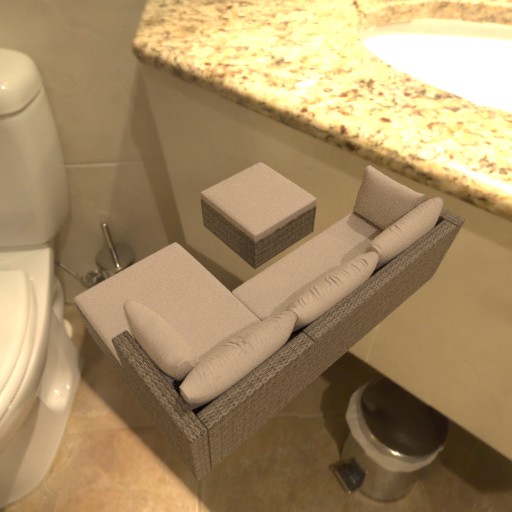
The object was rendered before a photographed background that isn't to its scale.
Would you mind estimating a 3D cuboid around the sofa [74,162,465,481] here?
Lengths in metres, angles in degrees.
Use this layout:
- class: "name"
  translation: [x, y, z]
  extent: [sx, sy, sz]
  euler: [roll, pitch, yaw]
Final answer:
- class: "sofa"
  translation: [0.000, 0.000, 2.994]
  extent: [2.192, 0.766, 1.662]
  euler: [-32, 54, -27]
